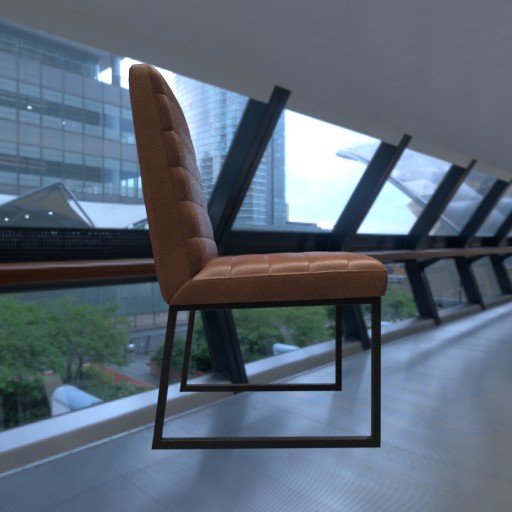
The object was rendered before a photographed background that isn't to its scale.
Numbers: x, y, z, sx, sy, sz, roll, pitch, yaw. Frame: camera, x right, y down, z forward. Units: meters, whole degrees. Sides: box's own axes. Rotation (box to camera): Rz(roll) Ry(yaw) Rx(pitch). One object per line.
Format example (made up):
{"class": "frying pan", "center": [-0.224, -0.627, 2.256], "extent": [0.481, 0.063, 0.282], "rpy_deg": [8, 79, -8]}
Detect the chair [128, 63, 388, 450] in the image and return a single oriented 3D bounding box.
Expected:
{"class": "chair", "center": [0.000, 0.000, 1.299], "extent": [0.634, 0.930, 0.520], "rpy_deg": [0, 0, -1]}
